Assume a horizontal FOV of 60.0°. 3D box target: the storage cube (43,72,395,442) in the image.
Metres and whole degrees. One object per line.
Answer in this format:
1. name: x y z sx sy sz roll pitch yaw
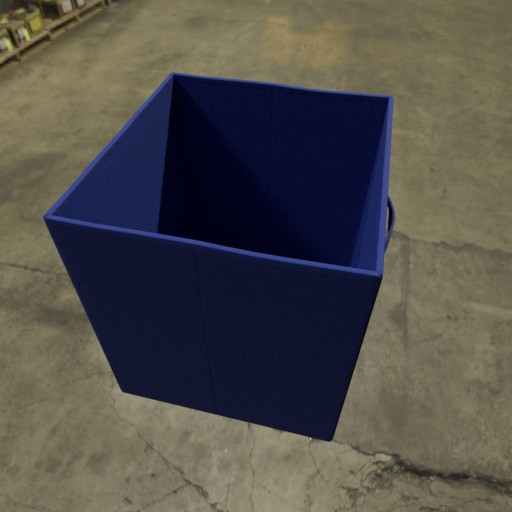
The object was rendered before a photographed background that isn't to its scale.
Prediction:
1. storage cube: 0.000 0.000 0.499 0.270 0.280 0.270 10 47 10
